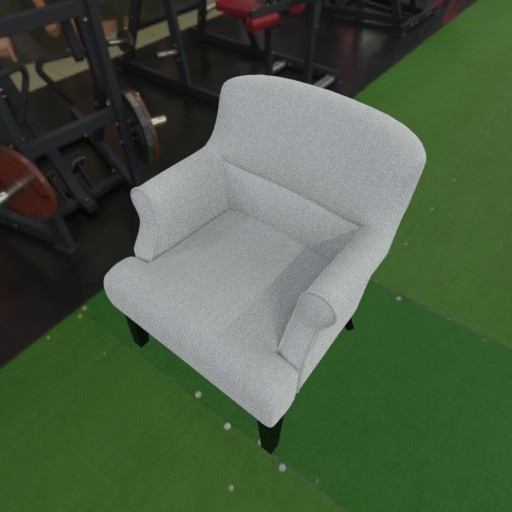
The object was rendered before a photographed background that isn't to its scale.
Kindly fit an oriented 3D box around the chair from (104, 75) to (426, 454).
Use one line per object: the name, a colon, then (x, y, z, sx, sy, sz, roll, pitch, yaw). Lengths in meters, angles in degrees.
chair: (0.000, 0.000, 1.464, 0.781, 0.875, 0.750, 30, 53, 26)
